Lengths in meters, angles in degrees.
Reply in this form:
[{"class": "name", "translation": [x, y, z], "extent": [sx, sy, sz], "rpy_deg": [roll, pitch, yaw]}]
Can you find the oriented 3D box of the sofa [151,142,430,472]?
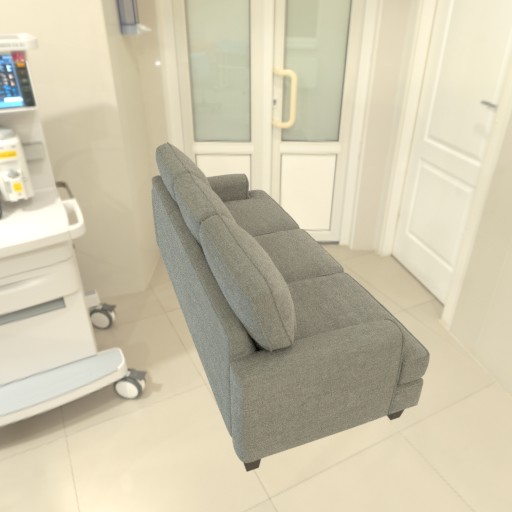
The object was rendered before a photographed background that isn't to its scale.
[{"class": "sofa", "translation": [0.000, 0.000, 2.717], "extent": [0.951, 0.965, 2.158], "rpy_deg": [-11, 32, -18]}]
